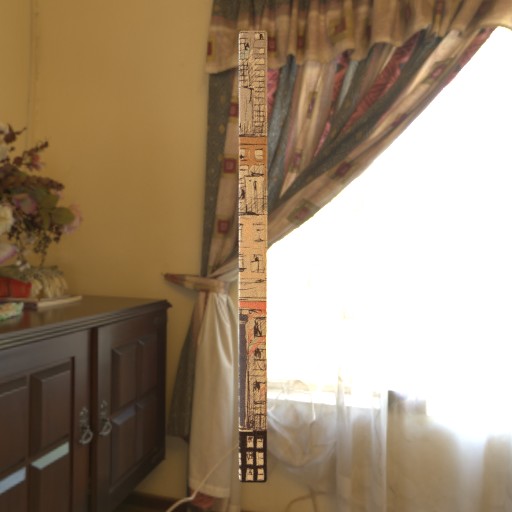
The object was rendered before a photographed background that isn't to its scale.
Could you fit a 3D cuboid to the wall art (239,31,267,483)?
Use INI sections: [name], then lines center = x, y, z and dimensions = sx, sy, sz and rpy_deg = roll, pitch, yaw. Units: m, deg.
[wall art]
center = 0.000, 0.000, 0.896
dimensions = 0.038, 0.608, 0.607
rpy_deg = 0, 0, 1
